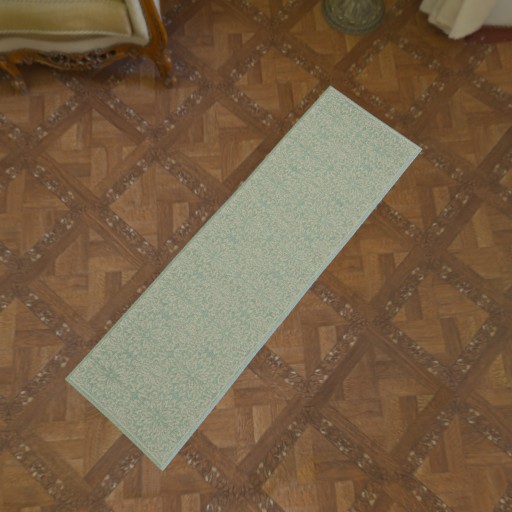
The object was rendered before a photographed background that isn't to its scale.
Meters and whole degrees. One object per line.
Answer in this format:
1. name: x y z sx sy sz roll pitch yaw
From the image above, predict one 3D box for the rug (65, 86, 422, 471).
1. rug: 0.000 0.000 2.377 0.662 0.011 2.196 39 78 10
